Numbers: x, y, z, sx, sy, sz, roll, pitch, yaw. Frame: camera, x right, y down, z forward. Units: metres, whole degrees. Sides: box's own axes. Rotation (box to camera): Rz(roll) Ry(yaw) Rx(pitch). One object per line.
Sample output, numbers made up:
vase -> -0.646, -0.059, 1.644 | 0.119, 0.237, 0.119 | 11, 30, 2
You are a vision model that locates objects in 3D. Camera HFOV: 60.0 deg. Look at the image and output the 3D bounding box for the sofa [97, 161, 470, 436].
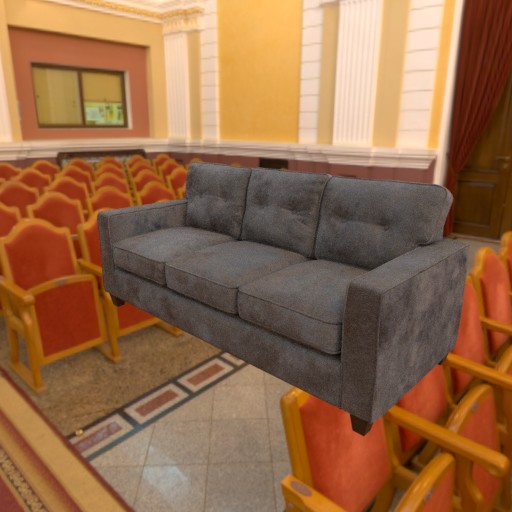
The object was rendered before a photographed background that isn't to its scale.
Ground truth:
sofa -> 0.000, 0.000, 2.644 | 2.133, 0.965, 0.939 | 15, 23, 41
